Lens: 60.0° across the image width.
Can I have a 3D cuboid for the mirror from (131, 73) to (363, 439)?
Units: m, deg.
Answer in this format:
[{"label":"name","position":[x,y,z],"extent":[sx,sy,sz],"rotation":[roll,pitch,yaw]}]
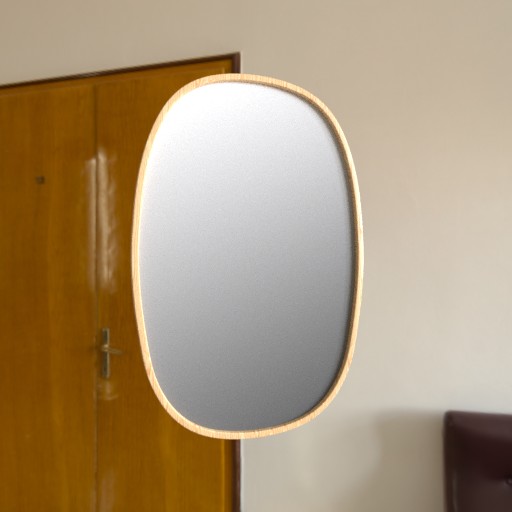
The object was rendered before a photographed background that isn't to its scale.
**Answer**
[{"label":"mirror","position":[0.000,0.000,1.331],"extent":[0.724,1.075,0.037],"rotation":[0,0,-19]}]
